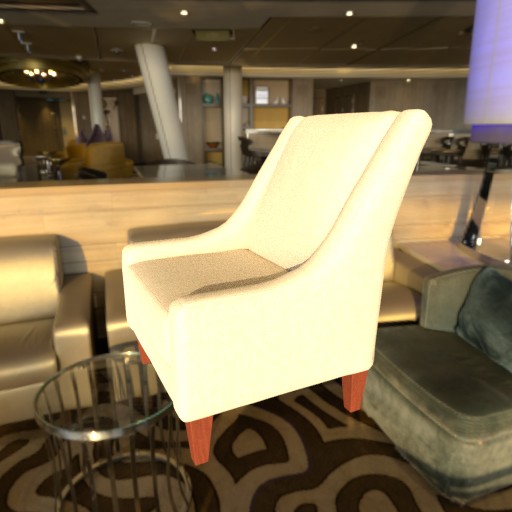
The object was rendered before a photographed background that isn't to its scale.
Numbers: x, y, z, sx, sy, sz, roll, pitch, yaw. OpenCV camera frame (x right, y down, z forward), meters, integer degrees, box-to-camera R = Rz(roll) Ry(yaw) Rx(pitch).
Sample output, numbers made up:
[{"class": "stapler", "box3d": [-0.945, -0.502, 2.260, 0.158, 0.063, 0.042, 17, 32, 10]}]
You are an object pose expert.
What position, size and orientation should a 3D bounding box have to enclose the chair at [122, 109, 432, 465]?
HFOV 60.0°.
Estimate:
[{"class": "chair", "box3d": [0.000, 0.000, 1.631, 0.870, 1.014, 0.774, -8, 17, -26]}]
